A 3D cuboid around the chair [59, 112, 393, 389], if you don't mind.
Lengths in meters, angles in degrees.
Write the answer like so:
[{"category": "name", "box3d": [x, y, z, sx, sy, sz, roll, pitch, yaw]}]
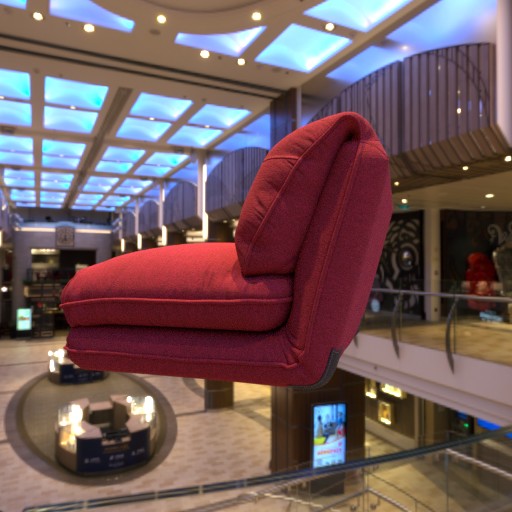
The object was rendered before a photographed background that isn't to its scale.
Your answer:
[{"category": "chair", "box3d": [0.000, 0.000, 1.330, 0.780, 0.580, 0.820, 0, -1, 18]}]
